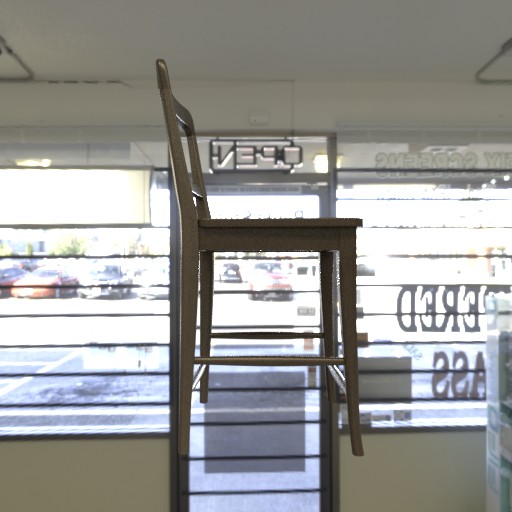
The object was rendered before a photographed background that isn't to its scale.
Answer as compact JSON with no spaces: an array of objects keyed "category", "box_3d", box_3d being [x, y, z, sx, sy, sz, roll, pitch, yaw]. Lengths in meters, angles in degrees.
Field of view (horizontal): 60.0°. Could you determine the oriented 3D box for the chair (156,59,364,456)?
[{"category":"chair","box_3d":[0.000,0.000,1.306,0.546,0.991,0.450,0,0,1]}]
